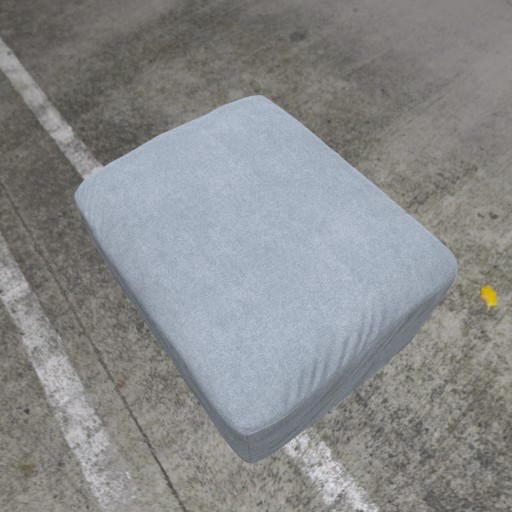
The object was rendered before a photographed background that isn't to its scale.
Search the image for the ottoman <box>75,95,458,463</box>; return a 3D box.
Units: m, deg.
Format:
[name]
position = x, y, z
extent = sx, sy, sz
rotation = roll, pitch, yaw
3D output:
[ottoman]
position = 0.000, 0.000, 1.236
extent = 0.683, 0.481, 0.837
rotation = -33, 64, -19
